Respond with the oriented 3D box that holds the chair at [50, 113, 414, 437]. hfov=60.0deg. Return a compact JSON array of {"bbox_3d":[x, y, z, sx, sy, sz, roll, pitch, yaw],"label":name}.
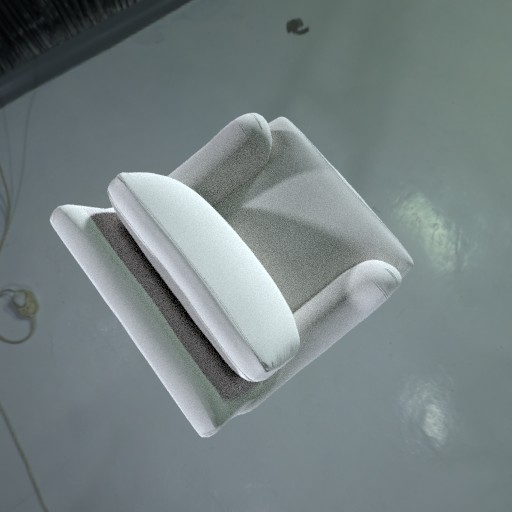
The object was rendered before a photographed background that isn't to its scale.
[{"bbox_3d":[0.000,0.000,1.892,1.070,1.038,0.955,-37,79,-9],"label":"chair"}]
